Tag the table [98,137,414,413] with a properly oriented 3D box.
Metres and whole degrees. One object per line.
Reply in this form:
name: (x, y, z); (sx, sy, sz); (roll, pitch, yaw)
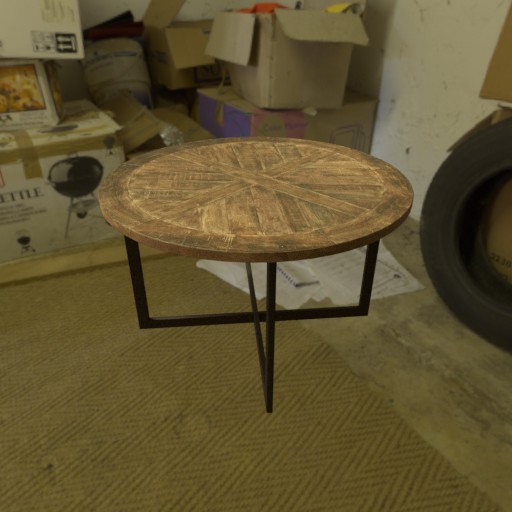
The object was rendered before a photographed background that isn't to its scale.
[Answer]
table: (0.000, 0.000, 2.047); (1.264, 0.762, 1.264); (0, 30, 0)
